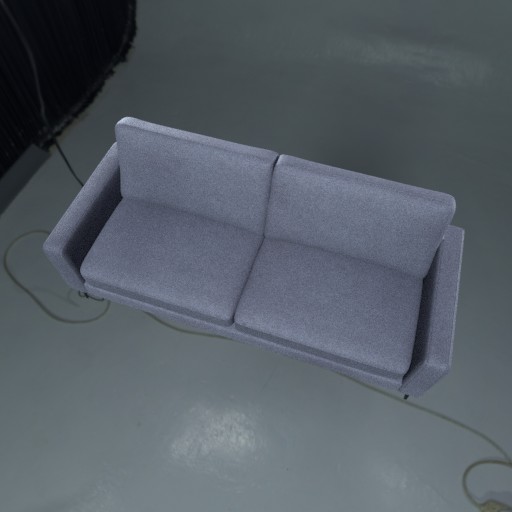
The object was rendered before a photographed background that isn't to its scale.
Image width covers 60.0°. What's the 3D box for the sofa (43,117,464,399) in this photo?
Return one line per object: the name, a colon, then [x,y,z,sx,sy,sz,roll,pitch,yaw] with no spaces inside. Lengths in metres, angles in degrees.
sofa: [0.000,0.000,2.284,1.925,0.828,0.774,16,60,10]
